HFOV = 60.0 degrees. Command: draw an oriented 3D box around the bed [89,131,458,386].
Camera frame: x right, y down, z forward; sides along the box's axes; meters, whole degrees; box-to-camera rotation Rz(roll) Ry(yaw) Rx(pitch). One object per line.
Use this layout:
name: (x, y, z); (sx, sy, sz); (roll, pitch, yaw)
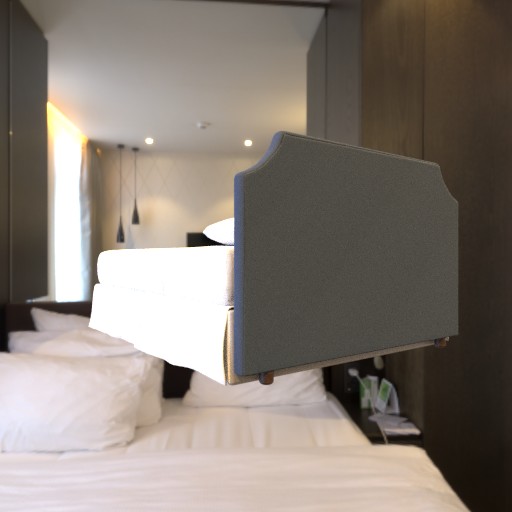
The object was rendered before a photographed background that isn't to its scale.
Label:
bed: (0.000, 0.000, 4.188); (2.350, 1.488, 2.773); (0, 0, -36)
